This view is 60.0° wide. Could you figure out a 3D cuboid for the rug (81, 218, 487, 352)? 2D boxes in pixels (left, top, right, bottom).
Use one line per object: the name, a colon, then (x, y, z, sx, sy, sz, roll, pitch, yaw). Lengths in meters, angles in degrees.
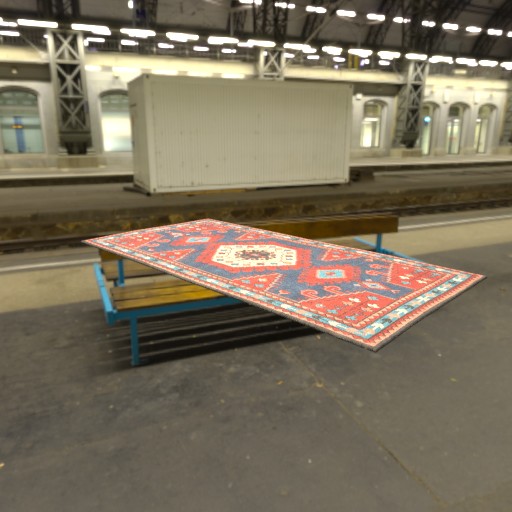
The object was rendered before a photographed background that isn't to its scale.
rug: (0.000, 0.000, 3.583, 3.032, 0.034, 1.522, 15, 21, 42)
